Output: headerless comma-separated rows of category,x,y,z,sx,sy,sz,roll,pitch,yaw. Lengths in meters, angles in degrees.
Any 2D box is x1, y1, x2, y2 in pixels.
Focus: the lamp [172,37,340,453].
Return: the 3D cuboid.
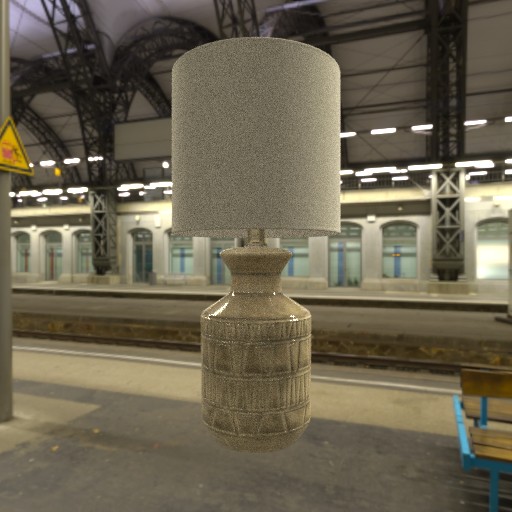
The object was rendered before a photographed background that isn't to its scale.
lamp,0.000,0.000,0.565,0.211,0.455,0.211,0,0,-1
